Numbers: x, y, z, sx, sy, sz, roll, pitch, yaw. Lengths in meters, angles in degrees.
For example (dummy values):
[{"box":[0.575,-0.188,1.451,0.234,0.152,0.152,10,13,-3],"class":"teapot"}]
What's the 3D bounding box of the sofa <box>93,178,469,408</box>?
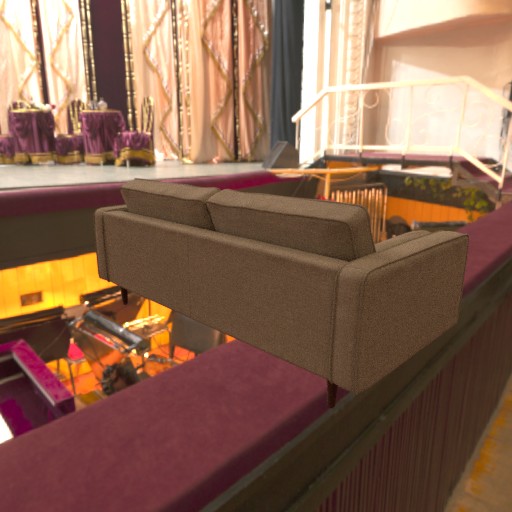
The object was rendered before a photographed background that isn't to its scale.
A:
[{"box":[0.000,0.000,2.368,1.879,0.762,0.914,14,21,43],"class":"sofa"}]
